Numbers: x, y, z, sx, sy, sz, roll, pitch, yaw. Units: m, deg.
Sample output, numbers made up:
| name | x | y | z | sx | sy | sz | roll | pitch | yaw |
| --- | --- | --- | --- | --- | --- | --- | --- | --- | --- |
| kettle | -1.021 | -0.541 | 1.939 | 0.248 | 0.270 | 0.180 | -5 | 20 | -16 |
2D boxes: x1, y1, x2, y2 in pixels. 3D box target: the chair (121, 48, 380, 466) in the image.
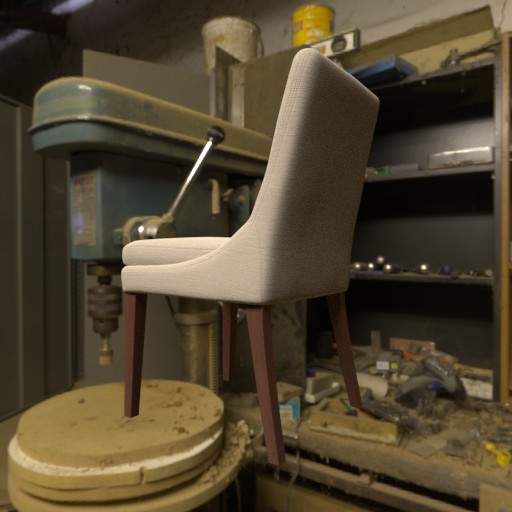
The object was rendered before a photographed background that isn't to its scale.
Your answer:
| name | x | y | z | sx | sy | sz | roll | pitch | yaw |
| --- | --- | --- | --- | --- | --- | --- | --- | --- | --- |
| chair | 0.000 | 0.000 | 1.314 | 0.638 | 0.940 | 0.515 | 0 | 1 | 36 |
